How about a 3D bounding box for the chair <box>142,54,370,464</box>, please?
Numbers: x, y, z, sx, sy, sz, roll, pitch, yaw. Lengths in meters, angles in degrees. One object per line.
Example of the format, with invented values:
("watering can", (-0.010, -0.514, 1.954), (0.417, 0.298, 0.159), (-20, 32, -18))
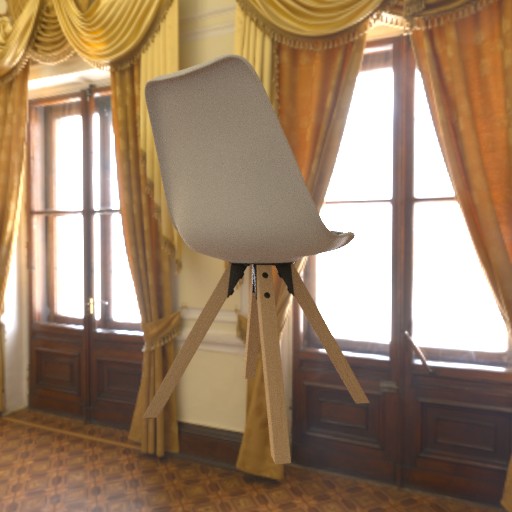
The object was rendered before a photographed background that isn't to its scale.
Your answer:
("chair", (0.000, 0.000, 1.196), (0.485, 0.850, 0.550), (1, 2, 36))
